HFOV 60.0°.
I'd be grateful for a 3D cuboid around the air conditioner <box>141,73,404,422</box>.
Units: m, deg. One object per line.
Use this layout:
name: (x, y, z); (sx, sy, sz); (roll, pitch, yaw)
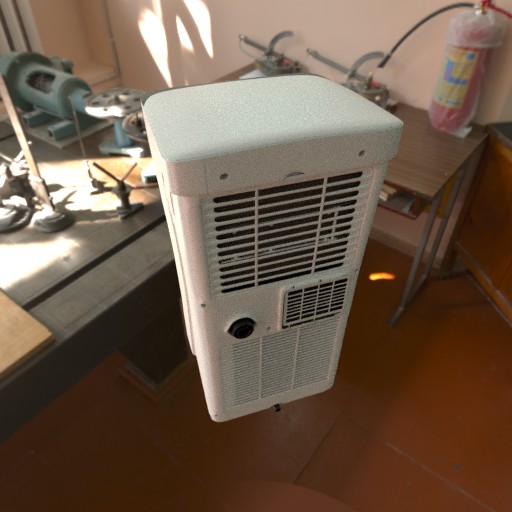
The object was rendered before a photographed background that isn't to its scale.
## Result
air conditioner: (0.000, 0.000, 0.944); (0.352, 0.716, 0.369); (-12, 43, -13)
